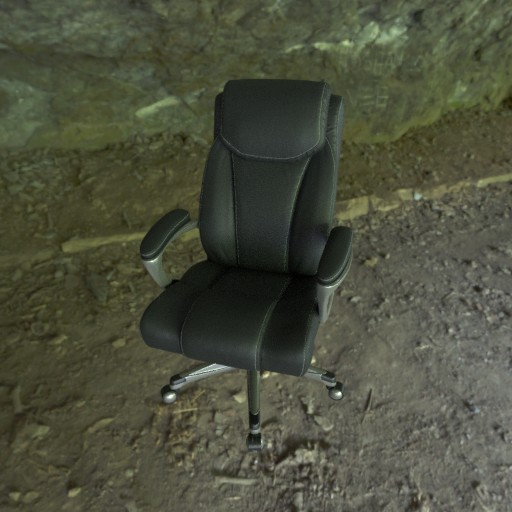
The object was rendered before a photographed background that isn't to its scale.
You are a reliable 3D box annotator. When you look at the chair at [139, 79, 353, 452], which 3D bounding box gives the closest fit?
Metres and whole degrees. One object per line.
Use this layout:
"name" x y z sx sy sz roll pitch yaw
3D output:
"chair" 0.000 0.000 1.629 0.741 1.167 0.784 7 27 15
